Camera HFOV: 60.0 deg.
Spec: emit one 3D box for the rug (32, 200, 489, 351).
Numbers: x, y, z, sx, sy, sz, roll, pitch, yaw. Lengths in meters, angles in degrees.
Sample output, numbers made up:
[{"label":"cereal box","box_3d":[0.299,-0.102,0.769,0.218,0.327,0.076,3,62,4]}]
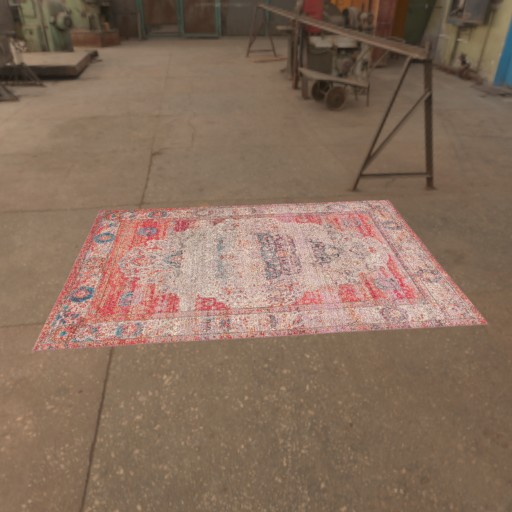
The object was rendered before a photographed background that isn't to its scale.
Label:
[{"label":"rug","box_3d":[0.000,0.000,2.275,1.829,0.006,1.219,-3,32,-4]}]
